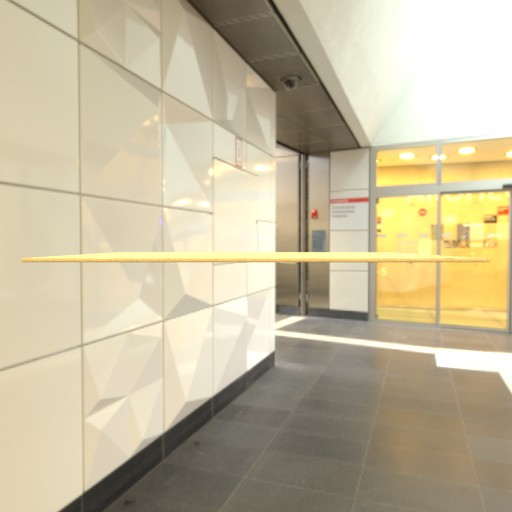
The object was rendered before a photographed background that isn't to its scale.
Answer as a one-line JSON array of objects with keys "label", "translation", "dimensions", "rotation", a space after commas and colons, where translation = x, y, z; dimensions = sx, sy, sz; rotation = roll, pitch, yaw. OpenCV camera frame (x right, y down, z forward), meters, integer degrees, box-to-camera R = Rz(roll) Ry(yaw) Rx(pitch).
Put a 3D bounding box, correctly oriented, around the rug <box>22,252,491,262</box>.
[{"label": "rug", "translation": [0.000, 0.000, 2.330], "dimensions": [1.828, 0.015, 1.222], "rotation": [0, 2, 1]}]
